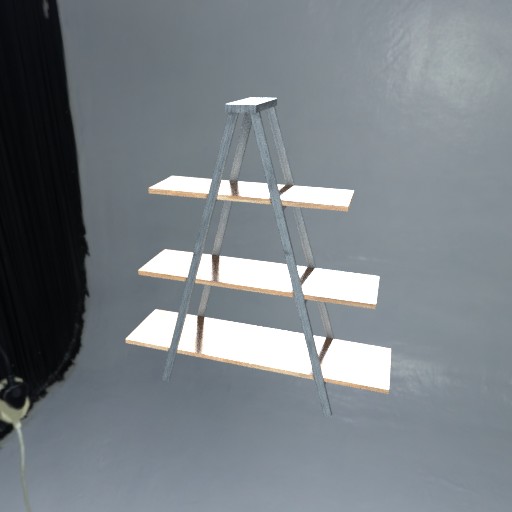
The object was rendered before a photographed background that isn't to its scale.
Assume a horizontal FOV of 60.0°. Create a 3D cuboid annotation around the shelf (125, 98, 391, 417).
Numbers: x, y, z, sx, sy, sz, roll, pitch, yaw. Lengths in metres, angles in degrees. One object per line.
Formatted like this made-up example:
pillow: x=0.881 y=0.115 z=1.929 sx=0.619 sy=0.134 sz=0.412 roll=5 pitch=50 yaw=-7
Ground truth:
shelf: x=0.000 y=0.000 z=2.727 sx=1.746 sy=1.808 sz=0.508 roll=7 pitch=25 yaw=16
